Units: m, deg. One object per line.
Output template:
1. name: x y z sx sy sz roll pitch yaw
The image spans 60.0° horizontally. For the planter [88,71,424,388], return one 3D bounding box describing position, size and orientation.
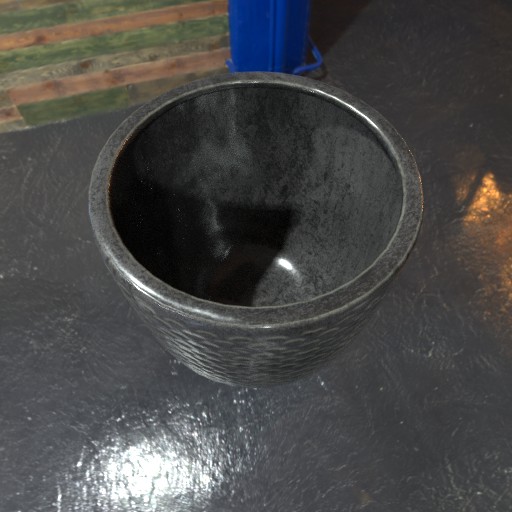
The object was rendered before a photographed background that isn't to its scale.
1. planter: 0.000 0.000 0.238 0.140 0.129 0.140 0 58 0
